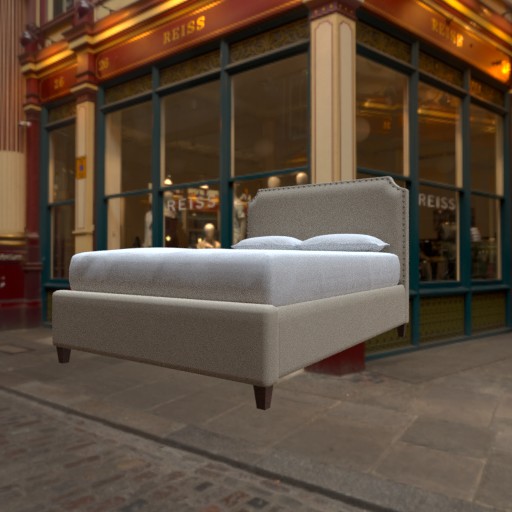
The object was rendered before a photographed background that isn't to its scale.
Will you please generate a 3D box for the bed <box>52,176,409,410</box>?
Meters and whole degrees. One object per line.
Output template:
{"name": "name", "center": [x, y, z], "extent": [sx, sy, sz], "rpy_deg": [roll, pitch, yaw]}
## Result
{"name": "bed", "center": [0.000, 0.000, 3.418], "extent": [1.703, 1.415, 2.329], "rpy_deg": [0, 0, 34]}
